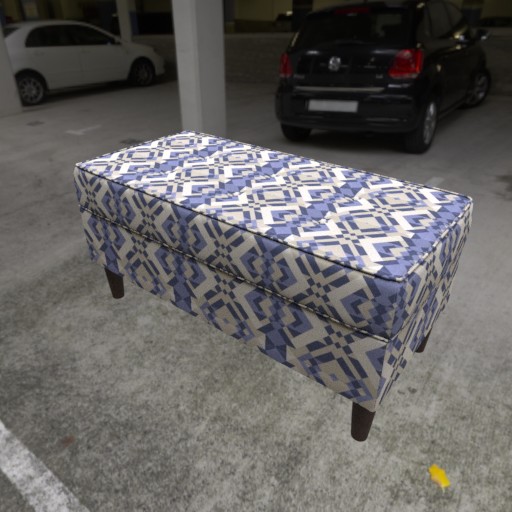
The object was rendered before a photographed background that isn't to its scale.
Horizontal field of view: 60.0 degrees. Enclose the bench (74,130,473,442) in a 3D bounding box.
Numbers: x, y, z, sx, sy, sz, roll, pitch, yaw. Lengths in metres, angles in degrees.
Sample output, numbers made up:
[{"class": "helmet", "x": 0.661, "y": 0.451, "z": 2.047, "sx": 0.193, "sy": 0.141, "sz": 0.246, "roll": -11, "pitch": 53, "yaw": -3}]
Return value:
[{"class": "bench", "x": 0.000, "y": 0.000, "z": 1.298, "sx": 1.016, "sy": 0.477, "sz": 0.492, "roll": 22, "pitch": 37, "yaw": 32}]
